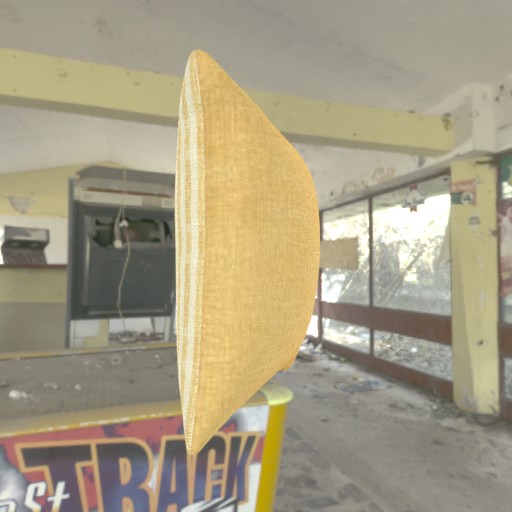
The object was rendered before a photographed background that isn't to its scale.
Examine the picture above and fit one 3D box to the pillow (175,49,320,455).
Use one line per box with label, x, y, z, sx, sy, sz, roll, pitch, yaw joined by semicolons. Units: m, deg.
pillow;0.000;0.000;0.640;0.173;0.407;0.419;-1;-2;17
